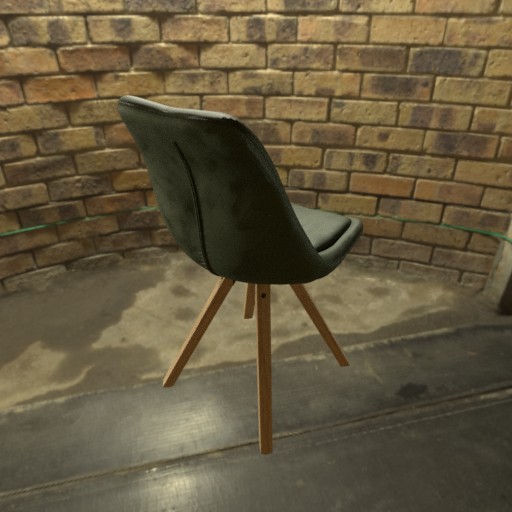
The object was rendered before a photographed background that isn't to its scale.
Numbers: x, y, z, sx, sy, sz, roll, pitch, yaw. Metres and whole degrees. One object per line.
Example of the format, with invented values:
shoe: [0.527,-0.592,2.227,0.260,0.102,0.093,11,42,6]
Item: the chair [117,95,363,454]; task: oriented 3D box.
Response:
chair: [0.000,0.000,1.183,0.483,0.865,0.547,21,37,32]
